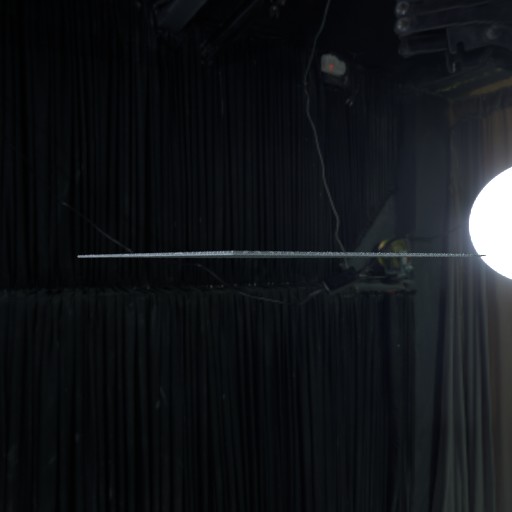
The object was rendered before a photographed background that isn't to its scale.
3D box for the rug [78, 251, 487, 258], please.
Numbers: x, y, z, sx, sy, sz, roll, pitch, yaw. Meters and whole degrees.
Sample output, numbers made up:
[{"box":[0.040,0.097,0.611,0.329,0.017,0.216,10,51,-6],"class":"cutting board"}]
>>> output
[{"box":[0.000,0.000,4.123,2.456,0.021,3.042,0,-1,-35],"class":"rug"}]
